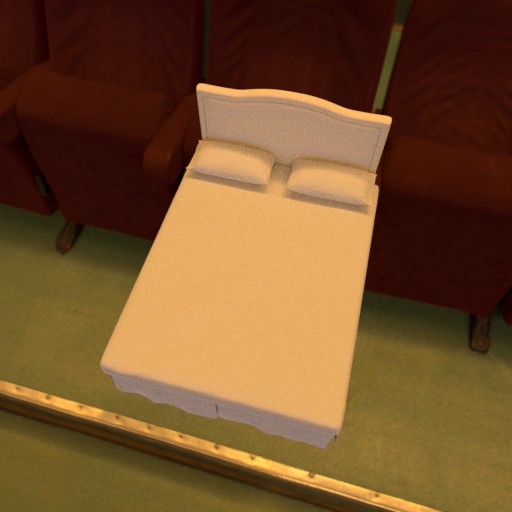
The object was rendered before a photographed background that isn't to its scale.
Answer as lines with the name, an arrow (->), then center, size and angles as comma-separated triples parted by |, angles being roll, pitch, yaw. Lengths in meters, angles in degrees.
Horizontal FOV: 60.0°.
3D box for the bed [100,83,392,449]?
bed -> 0.000, 0.000, 3.729 | 1.977, 1.437, 2.477 | 13, 60, 8
